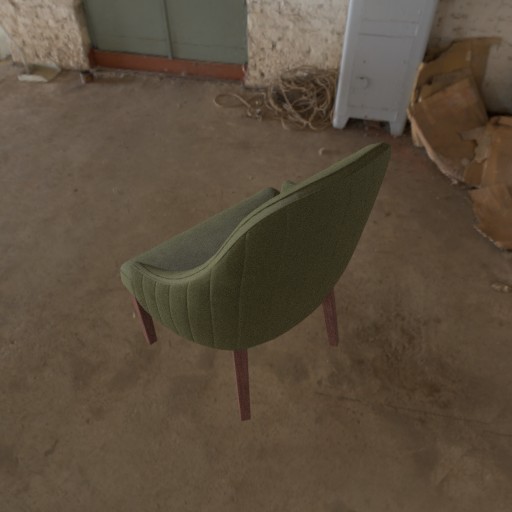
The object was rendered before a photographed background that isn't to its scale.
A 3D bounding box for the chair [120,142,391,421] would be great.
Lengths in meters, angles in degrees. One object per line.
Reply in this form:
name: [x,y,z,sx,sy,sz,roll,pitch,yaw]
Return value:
chair: [0.000,0.000,1.309,0.643,0.889,0.575,-32,53,-27]
